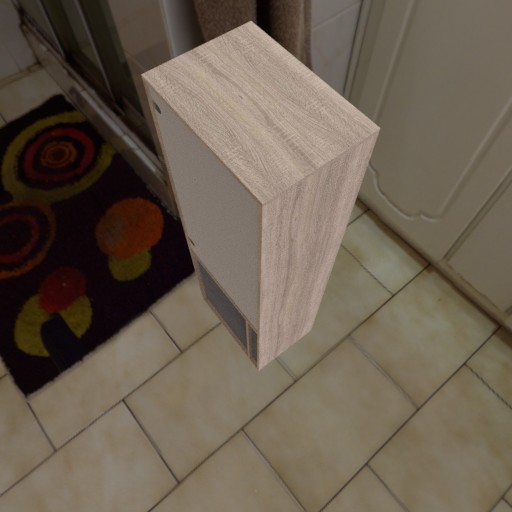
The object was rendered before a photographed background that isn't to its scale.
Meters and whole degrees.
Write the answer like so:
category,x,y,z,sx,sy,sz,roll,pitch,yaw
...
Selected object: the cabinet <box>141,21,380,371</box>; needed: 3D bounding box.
category,x,y,z,sx,sy,sz,roll,pitch,yaw
cabinet,0.000,0.000,2.050,0.400,1.850,0.570,-34,67,-17
